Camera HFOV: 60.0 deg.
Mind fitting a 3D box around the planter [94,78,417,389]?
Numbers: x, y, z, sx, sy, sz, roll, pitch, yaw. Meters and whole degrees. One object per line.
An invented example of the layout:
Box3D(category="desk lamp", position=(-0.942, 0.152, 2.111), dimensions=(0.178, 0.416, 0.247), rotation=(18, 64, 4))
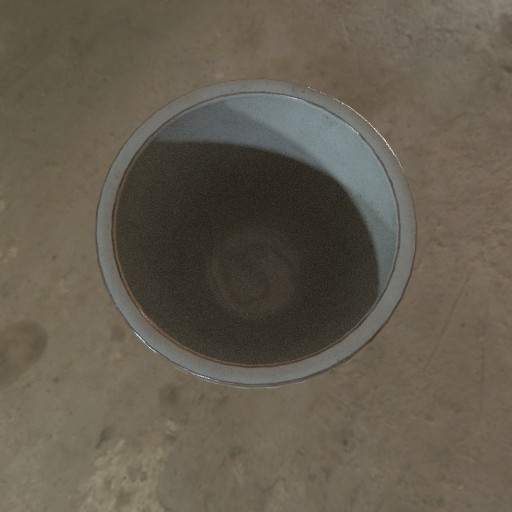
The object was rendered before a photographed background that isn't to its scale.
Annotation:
Box3D(category="planter", position=(0.000, 0.000, 0.357), dimensions=(0.197, 0.191, 0.197), rotation=(0, 77, 0))
